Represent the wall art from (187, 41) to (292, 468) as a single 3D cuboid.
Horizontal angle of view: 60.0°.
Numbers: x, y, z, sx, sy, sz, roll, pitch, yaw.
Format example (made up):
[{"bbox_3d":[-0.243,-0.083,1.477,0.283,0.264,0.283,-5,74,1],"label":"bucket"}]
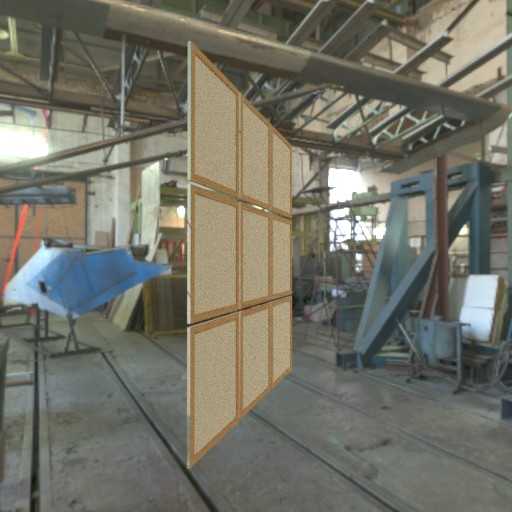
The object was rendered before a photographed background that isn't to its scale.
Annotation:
[{"bbox_3d":[0.000,0.000,2.299,0.013,1.523,1.517,0,-1,18],"label":"wall art"}]
